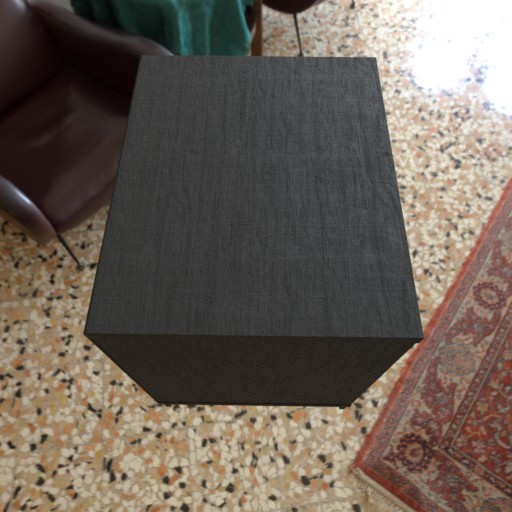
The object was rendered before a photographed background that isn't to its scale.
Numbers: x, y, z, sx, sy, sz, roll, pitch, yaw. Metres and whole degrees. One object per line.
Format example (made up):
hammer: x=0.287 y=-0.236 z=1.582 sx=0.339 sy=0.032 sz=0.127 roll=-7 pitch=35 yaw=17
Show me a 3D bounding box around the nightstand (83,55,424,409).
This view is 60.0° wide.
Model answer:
nightstand: x=0.000 y=0.000 z=0.747 sx=0.347 sy=0.448 sz=0.427 roll=1 pitch=62 yaw=0
